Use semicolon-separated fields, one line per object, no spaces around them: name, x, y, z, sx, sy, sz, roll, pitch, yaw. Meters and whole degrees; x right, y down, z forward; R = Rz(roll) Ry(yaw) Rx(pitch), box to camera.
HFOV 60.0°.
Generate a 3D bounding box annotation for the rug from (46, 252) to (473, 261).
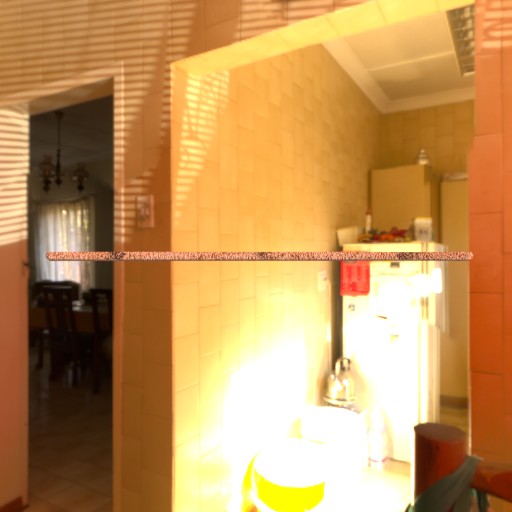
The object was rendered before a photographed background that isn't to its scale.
rug;0.000;0.000;2.027;1.200;0.025;1.600;0;0;-1
